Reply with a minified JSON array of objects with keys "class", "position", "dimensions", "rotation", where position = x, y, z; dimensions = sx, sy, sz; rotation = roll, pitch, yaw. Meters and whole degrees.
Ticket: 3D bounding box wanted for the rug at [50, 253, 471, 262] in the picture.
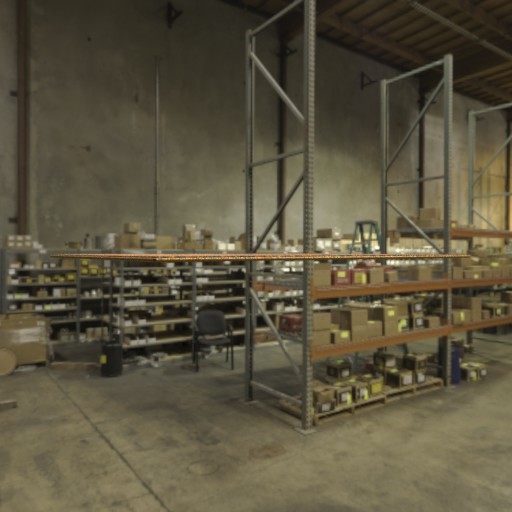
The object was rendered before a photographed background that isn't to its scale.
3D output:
[{"class":"rug","position":[0.000,0.000,4.095],"dimensions":[3.040,0.031,2.435],"rotation":[0,1,-36]}]
